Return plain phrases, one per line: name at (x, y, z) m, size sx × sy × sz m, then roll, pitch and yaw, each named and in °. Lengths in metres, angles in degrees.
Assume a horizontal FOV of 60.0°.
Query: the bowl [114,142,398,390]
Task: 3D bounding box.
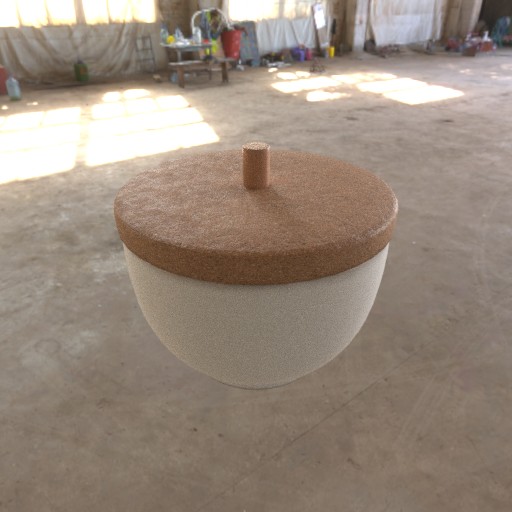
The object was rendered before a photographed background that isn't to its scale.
bowl at (0.000, 0.000, 0.220) m, size 0.126 × 0.110 × 0.126 m, roll 0°, pitch 30°, yaw 0°
